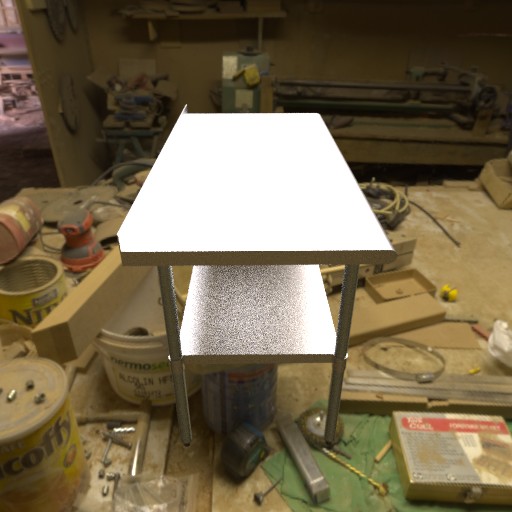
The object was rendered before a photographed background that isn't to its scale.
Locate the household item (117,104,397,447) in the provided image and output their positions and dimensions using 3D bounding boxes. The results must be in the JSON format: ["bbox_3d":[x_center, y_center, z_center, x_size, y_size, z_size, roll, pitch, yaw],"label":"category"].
[{"bbox_3d":[0.000,0.000,1.688,0.610,0.851,1.219,0,31,-1],"label":"household item"}]
